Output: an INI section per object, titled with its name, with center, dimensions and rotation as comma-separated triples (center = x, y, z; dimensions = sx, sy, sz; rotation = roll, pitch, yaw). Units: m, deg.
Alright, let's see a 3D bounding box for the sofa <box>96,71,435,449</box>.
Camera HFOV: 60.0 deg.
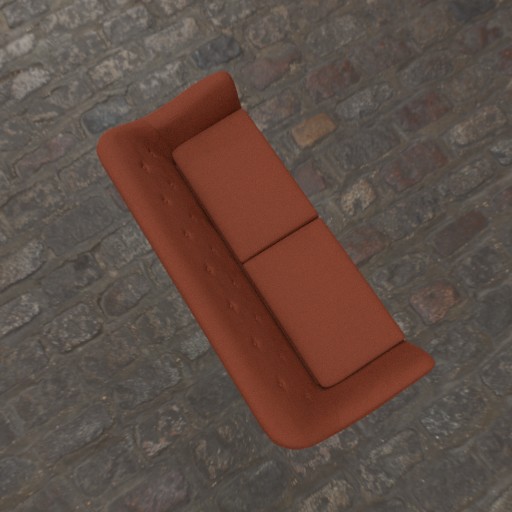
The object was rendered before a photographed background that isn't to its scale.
[sofa]
center = 0.000, 0.000, 2.301
dimensions = 0.820, 0.836, 1.840
rotation = -32, 79, -7
